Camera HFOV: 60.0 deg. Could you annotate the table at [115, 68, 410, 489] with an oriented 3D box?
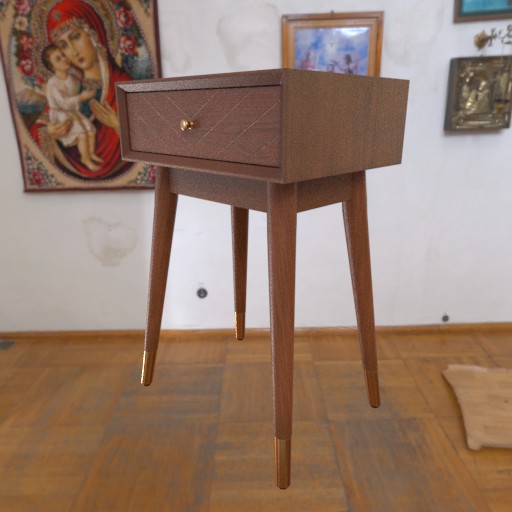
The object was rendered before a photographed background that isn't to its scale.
[{"bbox_3d":[0.000,0.000,0.814,0.406,0.599,0.300,17,25,42],"label":"table"}]
